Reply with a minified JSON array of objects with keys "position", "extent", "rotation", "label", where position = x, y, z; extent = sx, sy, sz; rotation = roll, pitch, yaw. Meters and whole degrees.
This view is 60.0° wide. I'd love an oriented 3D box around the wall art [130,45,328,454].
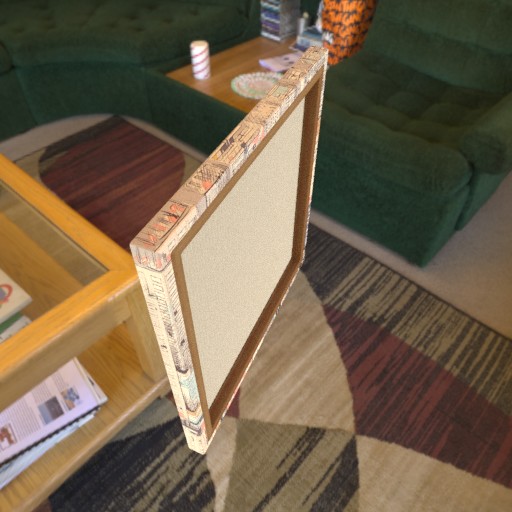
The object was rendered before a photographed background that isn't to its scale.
[{"position":[0.000,0.000,0.896],"extent":[0.038,0.608,0.607],"rotation":[18,49,16],"label":"wall art"}]
